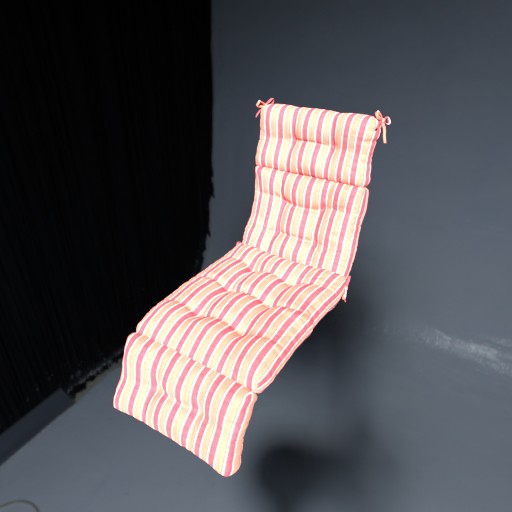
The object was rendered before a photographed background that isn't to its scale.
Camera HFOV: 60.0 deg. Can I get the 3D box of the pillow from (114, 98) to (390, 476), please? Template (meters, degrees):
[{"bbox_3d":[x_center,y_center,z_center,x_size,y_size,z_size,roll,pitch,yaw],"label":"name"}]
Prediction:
[{"bbox_3d":[0.000,0.000,1.515,0.526,0.863,1.016,18,34,28],"label":"pillow"}]
